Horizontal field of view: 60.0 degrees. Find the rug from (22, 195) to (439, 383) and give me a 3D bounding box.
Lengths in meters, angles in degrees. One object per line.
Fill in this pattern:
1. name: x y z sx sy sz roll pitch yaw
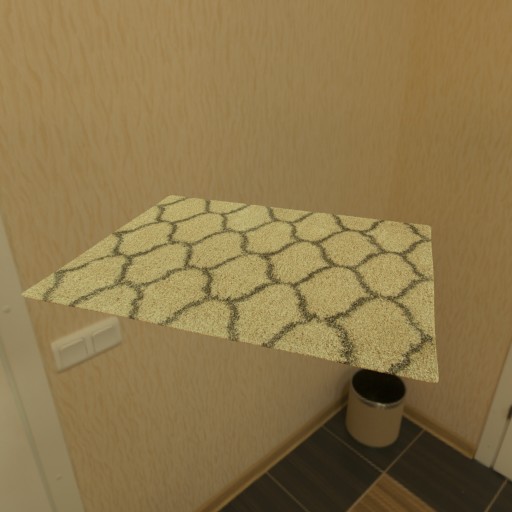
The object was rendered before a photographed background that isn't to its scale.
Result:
1. rug: 0.000 0.000 3.969 3.000 0.026 2.399 9 28 16
